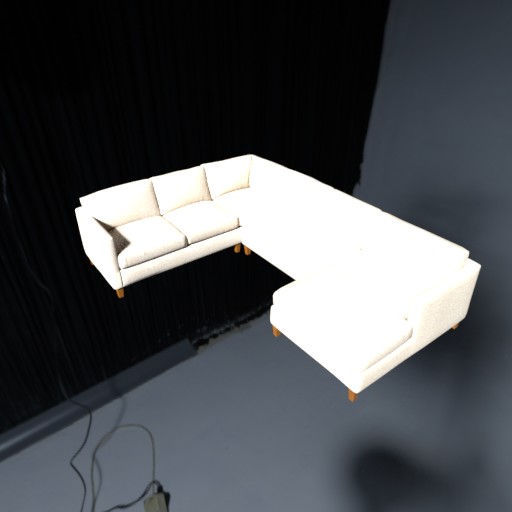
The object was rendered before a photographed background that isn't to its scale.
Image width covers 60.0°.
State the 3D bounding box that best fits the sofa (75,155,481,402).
[{"bbox_3d":[0.000,0.000,4.640,2.594,0.961,3.460,-22,38,-31],"label":"sofa"}]
